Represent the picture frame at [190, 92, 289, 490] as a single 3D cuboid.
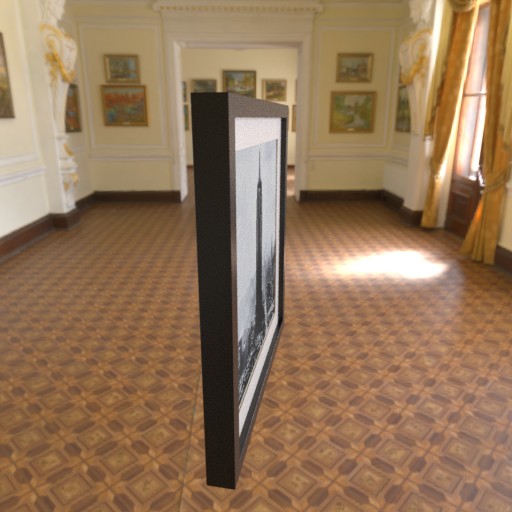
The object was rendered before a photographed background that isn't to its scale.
[{"bbox_3d":[0.000,0.000,0.535,0.029,0.353,0.355,3,18,10],"label":"picture frame"}]
